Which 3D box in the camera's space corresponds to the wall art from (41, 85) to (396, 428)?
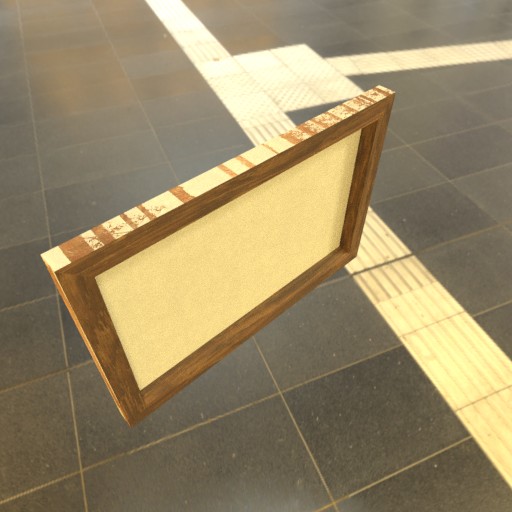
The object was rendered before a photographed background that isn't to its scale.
[{"bbox_3d":[0.000,0.000,0.767,0.609,0.405,0.035,-33,55,-28],"label":"wall art"}]
